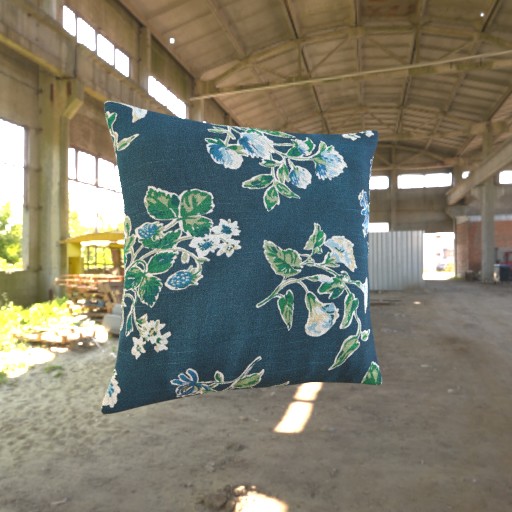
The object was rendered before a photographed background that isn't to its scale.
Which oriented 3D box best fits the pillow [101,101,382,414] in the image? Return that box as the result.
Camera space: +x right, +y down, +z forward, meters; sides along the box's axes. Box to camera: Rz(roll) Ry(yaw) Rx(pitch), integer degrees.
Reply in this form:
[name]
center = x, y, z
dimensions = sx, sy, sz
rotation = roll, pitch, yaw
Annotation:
[pillow]
center = 0.000, 0.000, 0.801
dimensions = 0.525, 0.508, 0.166
rotation = 0, -1, -19
